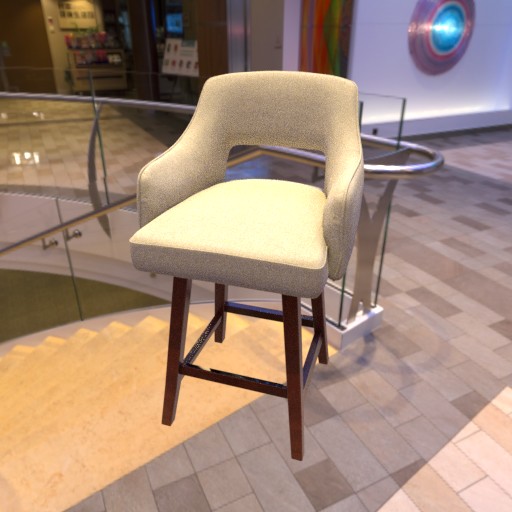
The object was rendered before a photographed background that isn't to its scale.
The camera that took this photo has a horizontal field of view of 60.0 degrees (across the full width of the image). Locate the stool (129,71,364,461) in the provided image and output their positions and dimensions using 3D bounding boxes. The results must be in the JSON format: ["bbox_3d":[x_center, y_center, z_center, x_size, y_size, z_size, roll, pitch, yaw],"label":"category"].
[{"bbox_3d":[0.000,0.000,1.259,0.550,0.936,0.560,8,28,16],"label":"stool"}]
